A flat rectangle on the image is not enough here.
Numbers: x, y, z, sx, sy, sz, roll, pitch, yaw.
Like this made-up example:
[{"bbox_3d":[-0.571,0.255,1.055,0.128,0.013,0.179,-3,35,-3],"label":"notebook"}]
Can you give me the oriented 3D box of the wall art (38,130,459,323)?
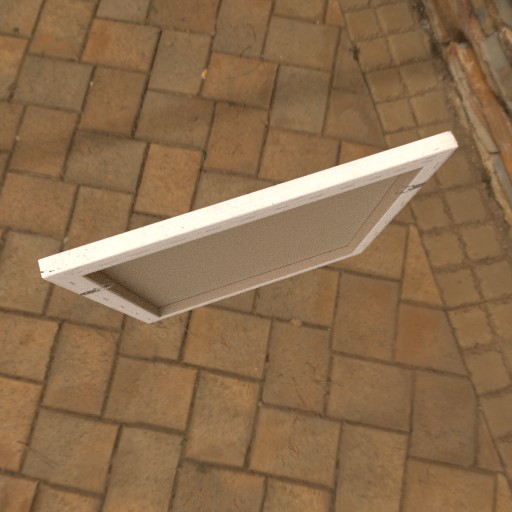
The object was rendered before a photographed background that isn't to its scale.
[{"bbox_3d":[0.000,0.000,1.135,0.762,0.762,0.038,-18,76,-5],"label":"wall art"}]
